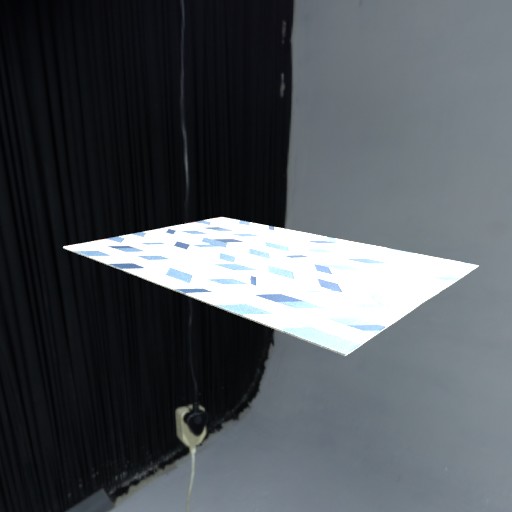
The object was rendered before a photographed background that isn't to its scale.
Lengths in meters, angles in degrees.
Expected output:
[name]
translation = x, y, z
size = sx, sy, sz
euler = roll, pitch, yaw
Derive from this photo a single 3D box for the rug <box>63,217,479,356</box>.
[rug]
translation = 0.000, 0.000, 2.286
size = 1.813, 0.006, 1.202
euler = 14, 21, 41
